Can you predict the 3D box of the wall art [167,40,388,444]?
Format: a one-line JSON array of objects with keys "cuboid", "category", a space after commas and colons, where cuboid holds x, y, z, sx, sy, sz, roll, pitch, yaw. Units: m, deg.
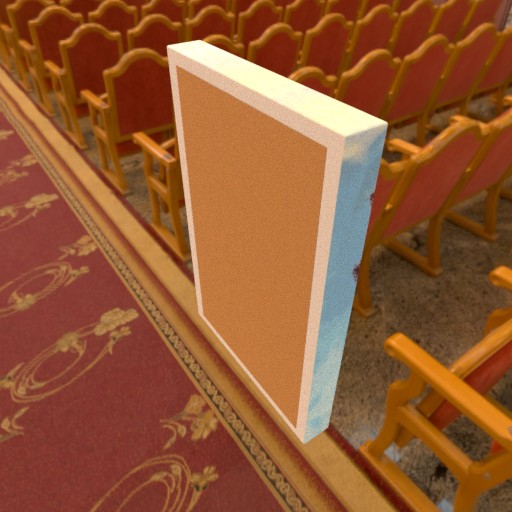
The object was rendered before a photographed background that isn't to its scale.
[{"cuboid": [0.000, 0.000, 0.481, 0.039, 0.380, 0.251, -24, 45, -26], "category": "wall art"}]
